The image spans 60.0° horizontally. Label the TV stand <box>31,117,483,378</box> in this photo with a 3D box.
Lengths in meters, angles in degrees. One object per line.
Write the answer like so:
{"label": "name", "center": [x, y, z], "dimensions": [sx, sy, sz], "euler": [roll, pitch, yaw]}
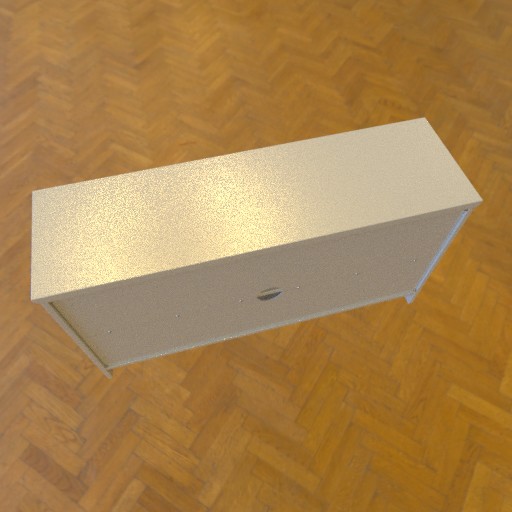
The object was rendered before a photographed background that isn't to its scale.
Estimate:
{"label": "TV stand", "center": [0.000, 0.000, 1.449], "dimensions": [1.167, 0.603, 0.344], "euler": [-13, 58, -8]}
